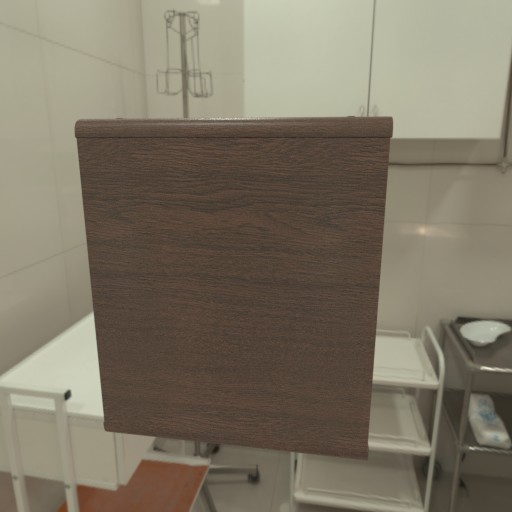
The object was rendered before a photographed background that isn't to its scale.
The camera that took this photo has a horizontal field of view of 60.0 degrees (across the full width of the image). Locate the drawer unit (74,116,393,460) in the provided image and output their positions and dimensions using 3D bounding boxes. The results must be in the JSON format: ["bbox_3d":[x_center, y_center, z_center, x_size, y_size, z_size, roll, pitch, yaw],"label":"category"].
[{"bbox_3d":[0.000,0.000,0.598,0.290,0.344,0.344,2,15,9],"label":"drawer unit"}]
